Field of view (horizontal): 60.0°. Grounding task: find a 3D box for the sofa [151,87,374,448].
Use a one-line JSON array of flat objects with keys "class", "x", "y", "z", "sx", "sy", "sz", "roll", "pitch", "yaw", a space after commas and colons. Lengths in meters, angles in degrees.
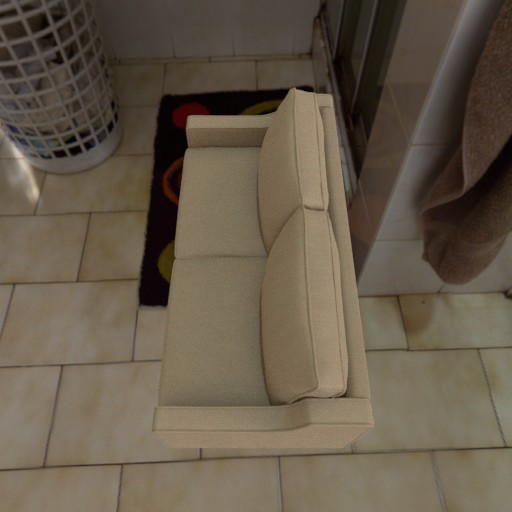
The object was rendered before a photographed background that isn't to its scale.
[{"class": "sofa", "x": 0.000, "y": 0.000, "z": 2.820, "sx": 1.066, "sy": 1.071, "sz": 2.178, "roll": 0, "pitch": 59, "yaw": 0}]
